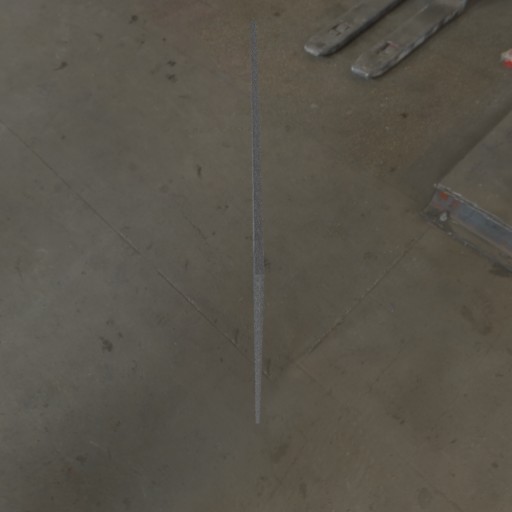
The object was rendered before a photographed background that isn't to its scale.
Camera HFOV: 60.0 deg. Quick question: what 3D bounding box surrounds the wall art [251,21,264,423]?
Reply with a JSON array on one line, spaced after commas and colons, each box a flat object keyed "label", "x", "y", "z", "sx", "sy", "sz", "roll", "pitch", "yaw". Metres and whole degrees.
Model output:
[{"label": "wall art", "x": 0.000, "y": 0.000, "z": 1.463, "sx": 0.016, "sy": 1.116, "sz": 0.810, "roll": -1, "pitch": 57, "yaw": -1}]
